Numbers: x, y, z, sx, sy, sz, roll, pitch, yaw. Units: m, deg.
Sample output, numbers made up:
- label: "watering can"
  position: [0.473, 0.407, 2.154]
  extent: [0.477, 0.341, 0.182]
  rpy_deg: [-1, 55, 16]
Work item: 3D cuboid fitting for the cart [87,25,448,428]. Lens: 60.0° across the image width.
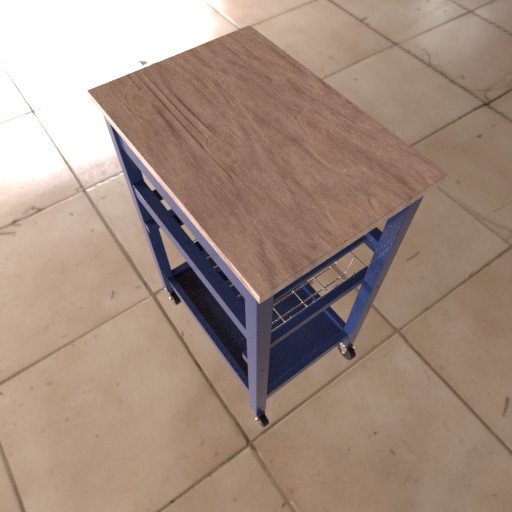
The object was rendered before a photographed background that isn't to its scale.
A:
- label: "cart"
  position: [0.000, 0.000, 1.163]
  extent: [0.403, 0.839, 0.584]
  rpy_deg: [-32, 62, -19]
